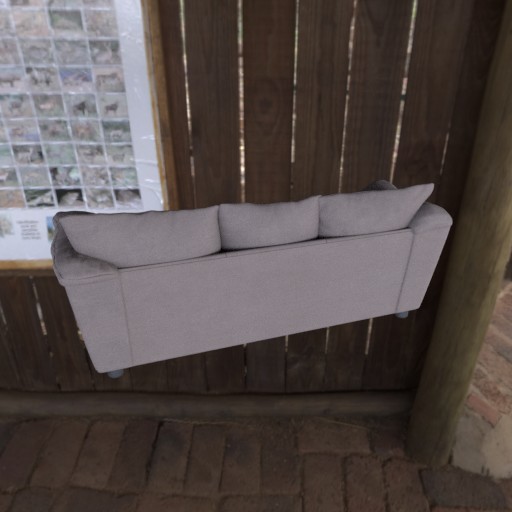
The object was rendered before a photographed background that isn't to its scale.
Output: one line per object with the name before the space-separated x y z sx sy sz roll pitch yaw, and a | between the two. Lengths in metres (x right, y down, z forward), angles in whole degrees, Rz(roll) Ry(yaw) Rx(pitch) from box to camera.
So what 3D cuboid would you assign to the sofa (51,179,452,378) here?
sofa | 0.000 0.000 2.854 2.377 0.981 0.893 -8 27 -17
